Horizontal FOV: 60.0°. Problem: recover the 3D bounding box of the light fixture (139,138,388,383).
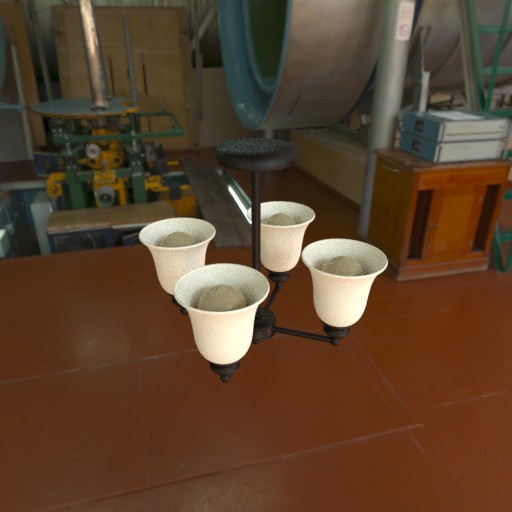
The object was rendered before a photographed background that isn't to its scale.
[{"bbox_3d":[0.000,0.000,1.881,1.069,0.925,1.069,9,28,17],"label":"light fixture"}]
